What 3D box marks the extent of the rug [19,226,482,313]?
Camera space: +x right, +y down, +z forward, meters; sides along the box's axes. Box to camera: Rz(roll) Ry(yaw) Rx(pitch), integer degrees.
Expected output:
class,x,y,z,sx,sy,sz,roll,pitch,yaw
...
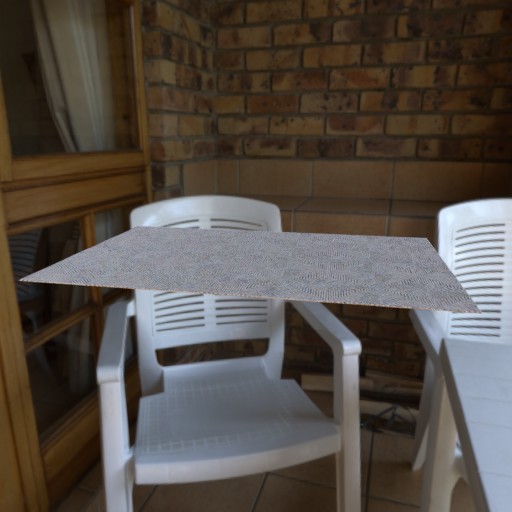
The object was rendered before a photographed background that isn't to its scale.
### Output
class,x,y,z,sx,sy,sz,roll,pitch,yaw
rug,0.000,0.000,2.987,2.428,0.007,1.519,3,16,11
